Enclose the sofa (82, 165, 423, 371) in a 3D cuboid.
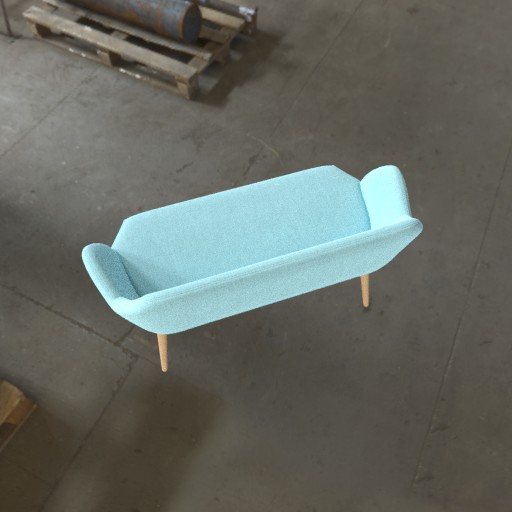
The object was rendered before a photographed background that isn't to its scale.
[{"bbox_3d":[0.000,0.000,1.679,1.150,0.840,0.610,-16,60,-10],"label":"sofa"}]
